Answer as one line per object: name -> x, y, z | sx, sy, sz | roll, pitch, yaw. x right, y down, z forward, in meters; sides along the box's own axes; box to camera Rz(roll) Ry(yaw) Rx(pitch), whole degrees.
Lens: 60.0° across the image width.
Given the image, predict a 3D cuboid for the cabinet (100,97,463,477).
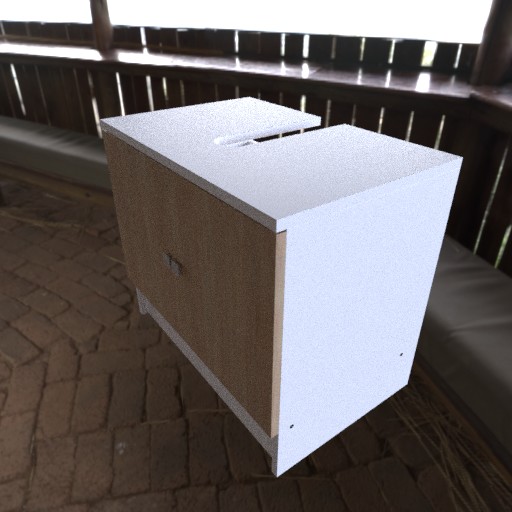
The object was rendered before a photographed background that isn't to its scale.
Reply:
cabinet -> 0.000, 0.000, 0.964 | 0.400, 0.522, 0.600 | -21, 37, -31
